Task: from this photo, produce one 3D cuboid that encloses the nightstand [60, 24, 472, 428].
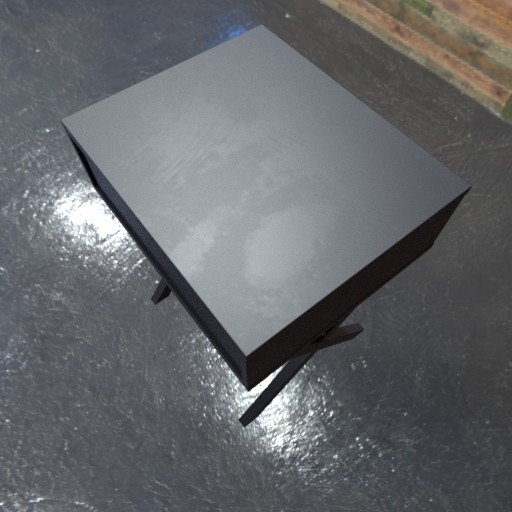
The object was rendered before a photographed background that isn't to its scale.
[{"bbox_3d":[0.000,0.000,0.927,0.402,0.623,0.479,-34,66,-18],"label":"nightstand"}]
